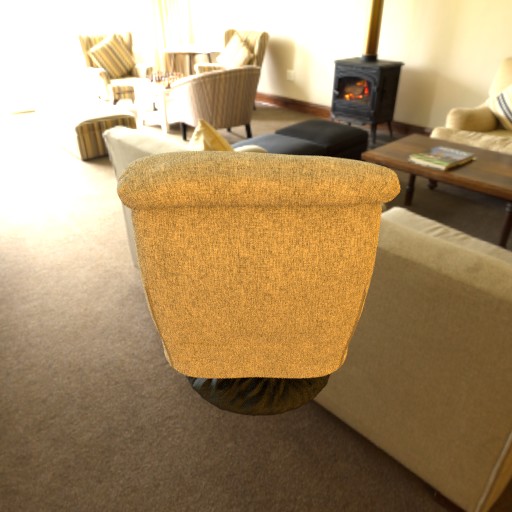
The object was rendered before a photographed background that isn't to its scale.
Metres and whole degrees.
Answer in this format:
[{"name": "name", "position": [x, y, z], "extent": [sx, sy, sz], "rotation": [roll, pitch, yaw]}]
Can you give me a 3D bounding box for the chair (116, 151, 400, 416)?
[{"name": "chair", "position": [0.000, 0.000, 0.966], "extent": [0.400, 0.600, 0.583], "rotation": [0, 31, 0]}]
